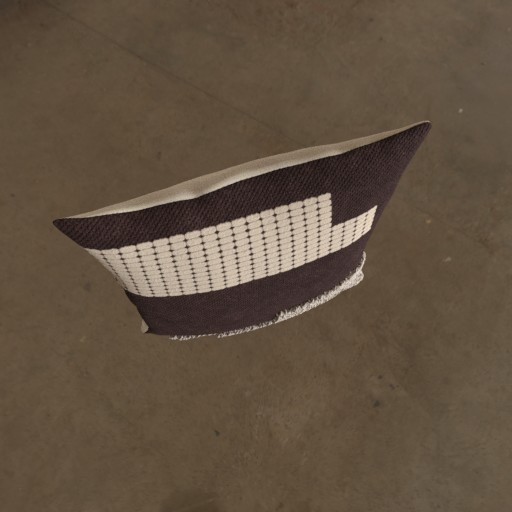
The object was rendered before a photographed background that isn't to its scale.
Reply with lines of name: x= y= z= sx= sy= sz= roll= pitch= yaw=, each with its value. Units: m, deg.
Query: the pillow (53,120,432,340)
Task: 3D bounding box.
pillow: x=0.000 y=0.000 z=0.727 sx=0.475 sy=0.473 sz=0.178 roll=-16 pitch=64 yaw=-8
